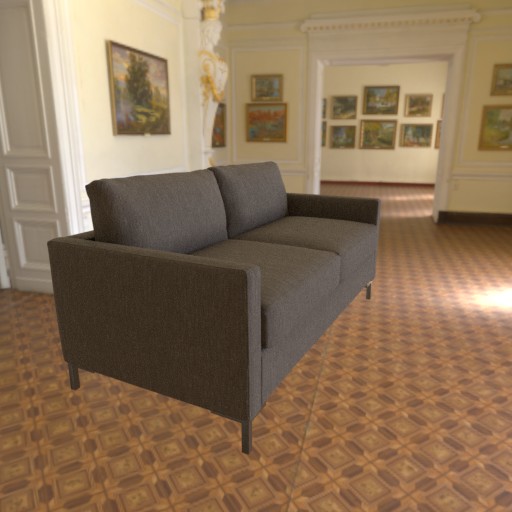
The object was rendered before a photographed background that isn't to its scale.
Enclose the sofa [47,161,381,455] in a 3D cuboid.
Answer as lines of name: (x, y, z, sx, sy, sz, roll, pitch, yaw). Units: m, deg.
sofa: (0.000, 0.000, 2.176, 0.875, 0.840, 1.682, 8, 17, 27)
